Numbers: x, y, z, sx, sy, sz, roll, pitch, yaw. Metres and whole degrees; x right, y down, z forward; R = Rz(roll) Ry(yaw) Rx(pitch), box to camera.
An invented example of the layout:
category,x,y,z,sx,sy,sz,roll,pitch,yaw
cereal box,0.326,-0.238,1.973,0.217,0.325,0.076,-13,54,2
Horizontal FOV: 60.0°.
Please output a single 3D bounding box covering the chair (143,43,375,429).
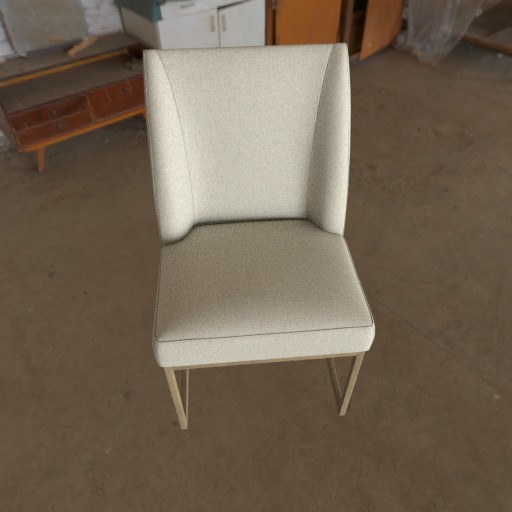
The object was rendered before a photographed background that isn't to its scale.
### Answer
category,x,y,z,sx,sy,sz,roll,pitch,yaw
chair,0.000,0.000,1.141,0.508,0.863,0.522,-4,46,-4
